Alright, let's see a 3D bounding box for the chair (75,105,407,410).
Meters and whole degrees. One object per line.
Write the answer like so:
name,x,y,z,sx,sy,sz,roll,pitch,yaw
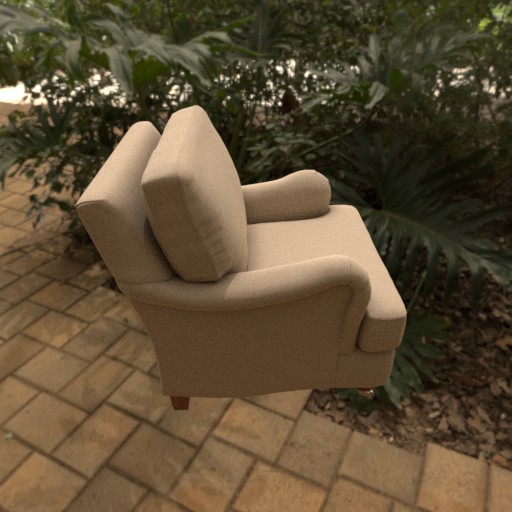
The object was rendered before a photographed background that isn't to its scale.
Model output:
chair,0.000,0.000,1.871,1.078,1.076,0.895,-1,32,-1
